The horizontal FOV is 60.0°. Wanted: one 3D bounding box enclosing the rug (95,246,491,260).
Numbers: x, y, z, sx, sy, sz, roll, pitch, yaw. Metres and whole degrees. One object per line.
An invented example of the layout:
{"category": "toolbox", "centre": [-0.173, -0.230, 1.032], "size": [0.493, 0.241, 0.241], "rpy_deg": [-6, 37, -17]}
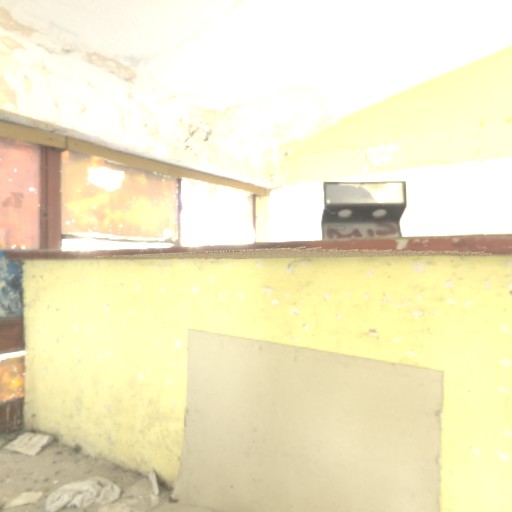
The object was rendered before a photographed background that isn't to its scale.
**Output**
{"category": "rug", "centre": [0.000, 0.000, 2.481], "size": [1.224, 0.027, 2.021], "rpy_deg": [1, -1, -35]}
